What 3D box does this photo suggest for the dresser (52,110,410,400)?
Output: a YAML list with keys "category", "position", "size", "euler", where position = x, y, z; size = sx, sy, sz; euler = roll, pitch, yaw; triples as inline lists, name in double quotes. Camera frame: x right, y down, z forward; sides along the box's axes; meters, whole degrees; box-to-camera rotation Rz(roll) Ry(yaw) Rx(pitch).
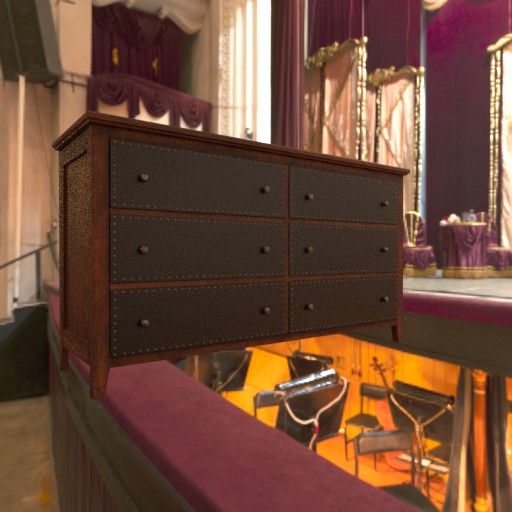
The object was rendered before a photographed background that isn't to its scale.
- category: "dresser"
  position: [0.000, 0.000, 1.928]
  size: [1.551, 0.856, 0.463]
  euler: [0, 0, -36]
